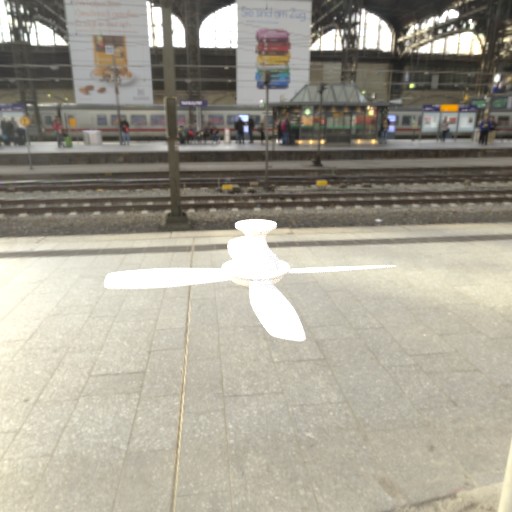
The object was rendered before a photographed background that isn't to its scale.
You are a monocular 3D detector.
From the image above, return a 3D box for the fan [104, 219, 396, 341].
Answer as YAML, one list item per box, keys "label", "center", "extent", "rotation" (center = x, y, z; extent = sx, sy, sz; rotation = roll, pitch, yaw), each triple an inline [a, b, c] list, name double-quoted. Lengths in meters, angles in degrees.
- label: "fan"
  center: [0.000, 0.000, 2.553]
  extent: [1.694, 0.382, 1.693]
  rotation: [-3, 17, -9]
